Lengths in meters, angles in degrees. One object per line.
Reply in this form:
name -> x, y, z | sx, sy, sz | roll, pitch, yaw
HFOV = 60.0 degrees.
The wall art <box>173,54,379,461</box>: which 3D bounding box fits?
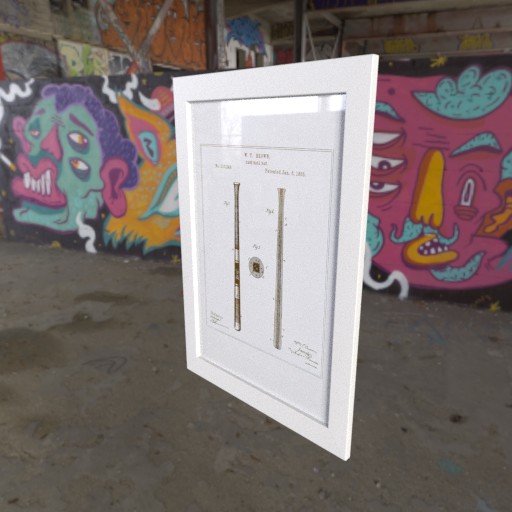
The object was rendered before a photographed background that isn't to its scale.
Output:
wall art -> 0.000, 0.000, 0.614 | 0.329, 0.482, 0.011 | 15, 22, 41
